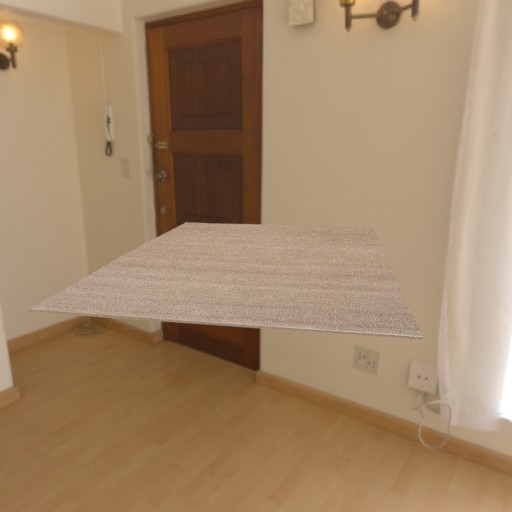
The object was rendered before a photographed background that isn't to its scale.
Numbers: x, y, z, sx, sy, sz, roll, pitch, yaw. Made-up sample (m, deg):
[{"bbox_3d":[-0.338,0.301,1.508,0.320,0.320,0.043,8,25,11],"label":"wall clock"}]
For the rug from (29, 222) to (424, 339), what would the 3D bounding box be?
[{"bbox_3d":[0.000,0.000,4.219,2.467,0.046,3.245,3,15,10],"label":"rug"}]
